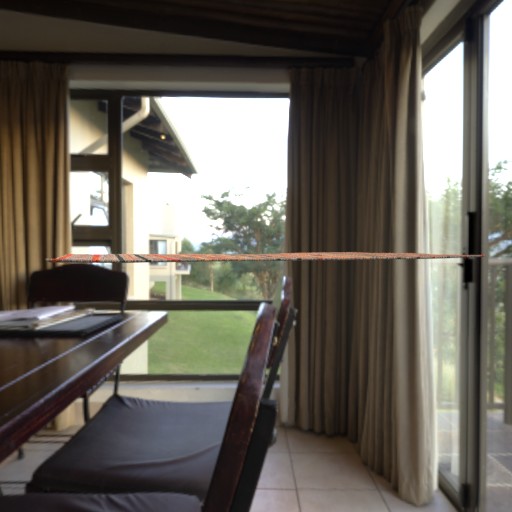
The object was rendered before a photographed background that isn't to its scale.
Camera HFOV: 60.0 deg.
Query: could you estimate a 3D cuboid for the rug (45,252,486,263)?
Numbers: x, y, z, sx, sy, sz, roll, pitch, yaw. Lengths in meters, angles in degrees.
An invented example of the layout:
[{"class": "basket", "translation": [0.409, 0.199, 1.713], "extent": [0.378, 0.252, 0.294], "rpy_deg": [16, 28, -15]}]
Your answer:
[{"class": "rug", "translation": [0.000, 0.000, 3.018], "extent": [2.439, 0.029, 1.537], "rpy_deg": [0, 1, -19]}]
